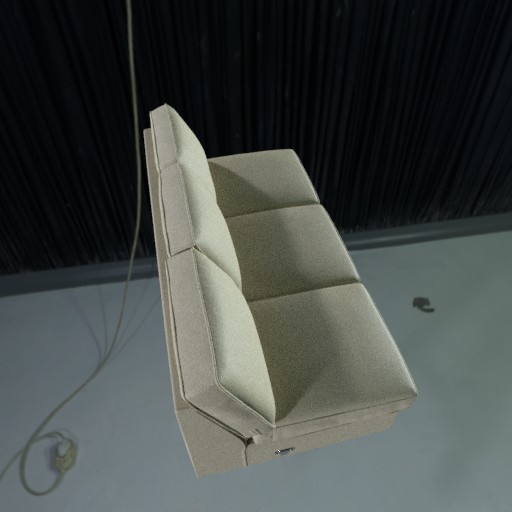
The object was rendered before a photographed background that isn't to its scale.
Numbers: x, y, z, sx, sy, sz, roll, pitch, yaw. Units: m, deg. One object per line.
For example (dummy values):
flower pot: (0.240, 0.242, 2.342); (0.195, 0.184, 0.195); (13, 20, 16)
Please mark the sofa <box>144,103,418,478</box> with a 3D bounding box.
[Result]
sofa: (0.000, 0.000, 2.461); (1.027, 0.973, 1.962); (-10, 47, -9)
